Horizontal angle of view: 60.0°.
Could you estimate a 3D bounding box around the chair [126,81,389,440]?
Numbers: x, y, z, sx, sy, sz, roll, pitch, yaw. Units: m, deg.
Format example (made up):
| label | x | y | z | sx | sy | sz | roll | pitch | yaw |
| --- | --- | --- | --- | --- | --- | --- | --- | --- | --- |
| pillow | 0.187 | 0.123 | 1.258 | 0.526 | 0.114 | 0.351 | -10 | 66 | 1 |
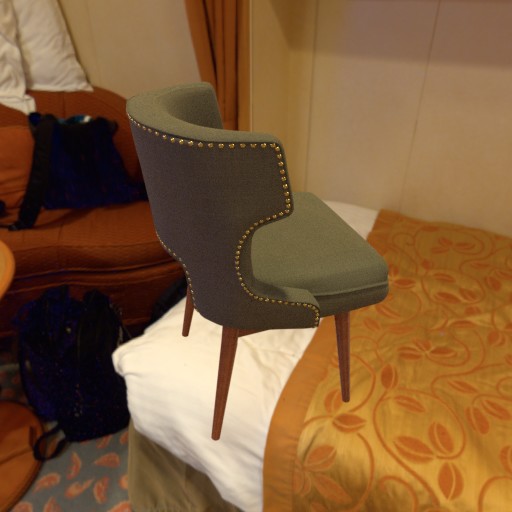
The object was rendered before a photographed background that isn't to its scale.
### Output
| label | x | y | z | sx | sy | sz | roll | pitch | yaw |
| --- | --- | --- | --- | --- | --- | --- | --- | --- | --- |
| chair | 0.000 | 0.000 | 1.241 | 0.581 | 0.863 | 0.595 | -10 | 33 | -16 |
